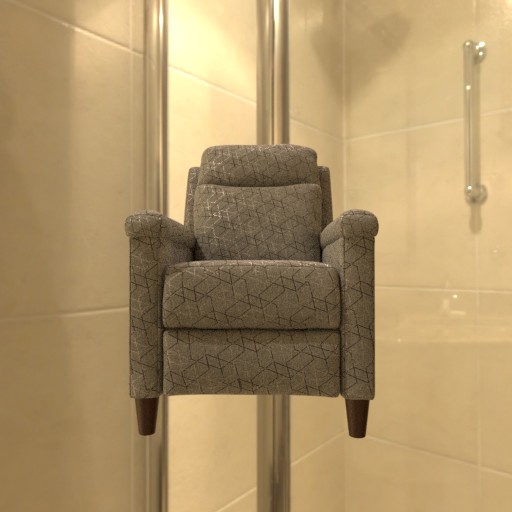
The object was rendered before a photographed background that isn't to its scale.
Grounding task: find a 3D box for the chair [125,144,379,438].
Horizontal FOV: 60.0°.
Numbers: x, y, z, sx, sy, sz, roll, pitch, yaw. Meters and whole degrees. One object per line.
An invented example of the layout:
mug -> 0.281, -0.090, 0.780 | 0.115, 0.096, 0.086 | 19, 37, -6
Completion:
chair -> 0.000, 0.000, 1.719 | 0.753, 1.048, 0.987 | 0, -1, 2
